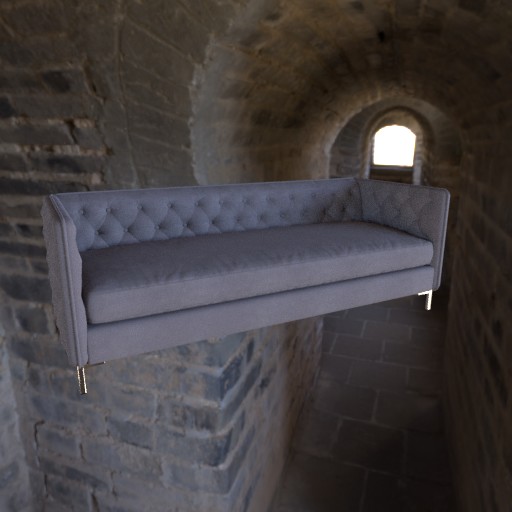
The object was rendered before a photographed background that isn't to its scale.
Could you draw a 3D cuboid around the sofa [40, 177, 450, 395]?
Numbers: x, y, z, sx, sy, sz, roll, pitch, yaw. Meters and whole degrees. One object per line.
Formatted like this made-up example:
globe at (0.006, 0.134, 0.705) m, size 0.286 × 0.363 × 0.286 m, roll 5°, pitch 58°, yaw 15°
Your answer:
sofa at (0.000, 0.000, 2.607) m, size 2.209 × 0.771 × 0.895 m, roll -8°, pitch 17°, yaw -26°
